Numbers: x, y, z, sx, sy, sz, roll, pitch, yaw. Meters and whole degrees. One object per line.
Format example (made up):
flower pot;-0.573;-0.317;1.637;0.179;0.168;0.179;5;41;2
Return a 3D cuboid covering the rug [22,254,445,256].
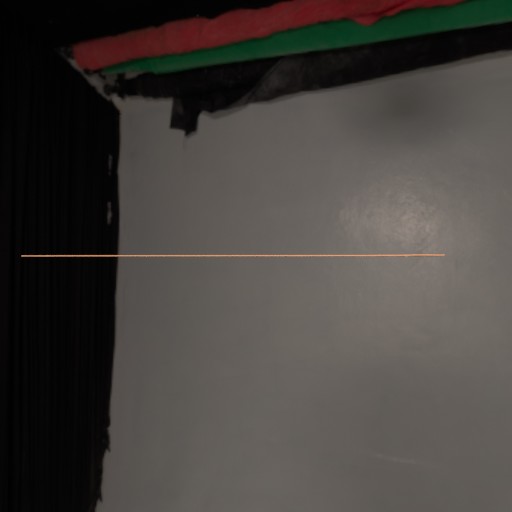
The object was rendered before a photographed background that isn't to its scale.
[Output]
rug;0.000;0.000;4.117;3.045;0.011;2.436;0;0;18
